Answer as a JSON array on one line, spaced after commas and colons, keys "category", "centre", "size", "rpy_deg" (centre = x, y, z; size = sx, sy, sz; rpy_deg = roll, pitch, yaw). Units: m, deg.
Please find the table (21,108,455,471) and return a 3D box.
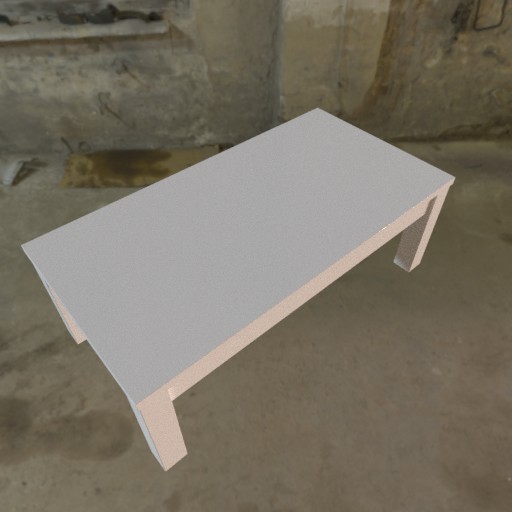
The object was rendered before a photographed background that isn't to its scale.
[{"category": "table", "centre": [0.000, 0.000, 1.686], "size": [1.350, 0.470, 0.700], "rpy_deg": [-32, 54, -27]}]
